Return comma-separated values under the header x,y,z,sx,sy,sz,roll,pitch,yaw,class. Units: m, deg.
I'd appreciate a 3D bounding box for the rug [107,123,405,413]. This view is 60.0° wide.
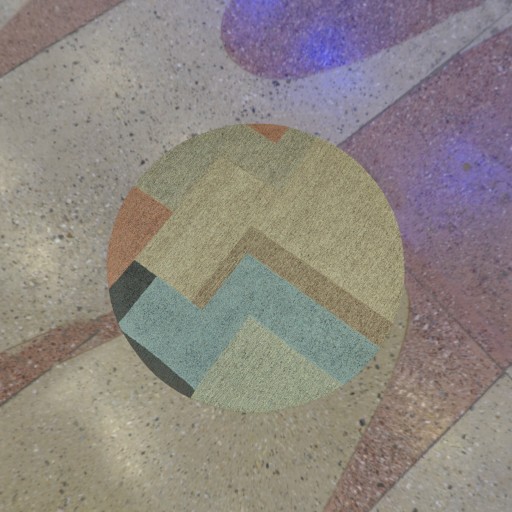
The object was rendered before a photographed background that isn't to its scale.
x,y,z,sx,sy,sz,roll,pitch,yaw,class
0.000,0.000,3.670,2.461,0.033,2.461,0,76,0,rug
